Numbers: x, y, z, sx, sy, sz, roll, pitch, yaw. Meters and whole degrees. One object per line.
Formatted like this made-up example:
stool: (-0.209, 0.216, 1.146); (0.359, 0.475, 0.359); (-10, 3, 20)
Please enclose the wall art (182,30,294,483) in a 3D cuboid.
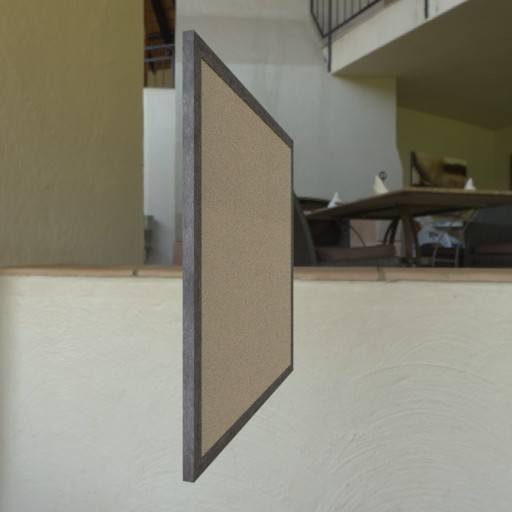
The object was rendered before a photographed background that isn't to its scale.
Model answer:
wall art: (0.000, 0.000, 0.667); (0.013, 0.457, 0.457); (0, 0, 17)
